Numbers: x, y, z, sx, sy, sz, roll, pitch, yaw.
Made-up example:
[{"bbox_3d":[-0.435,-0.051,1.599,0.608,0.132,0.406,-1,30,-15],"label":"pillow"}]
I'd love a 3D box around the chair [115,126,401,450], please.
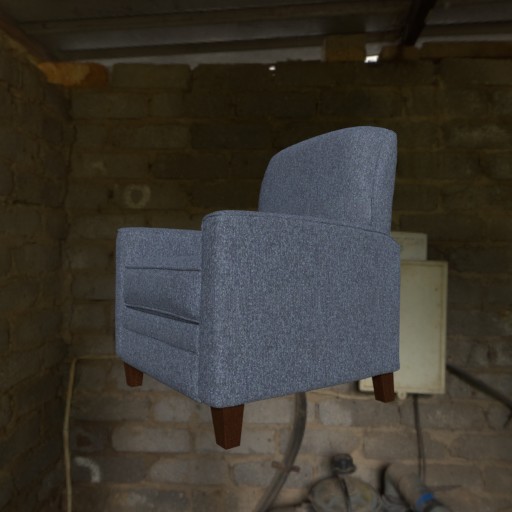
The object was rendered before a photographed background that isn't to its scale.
[{"bbox_3d":[0.000,0.000,1.664,0.850,1.016,0.839,0,-1,-36],"label":"chair"}]
